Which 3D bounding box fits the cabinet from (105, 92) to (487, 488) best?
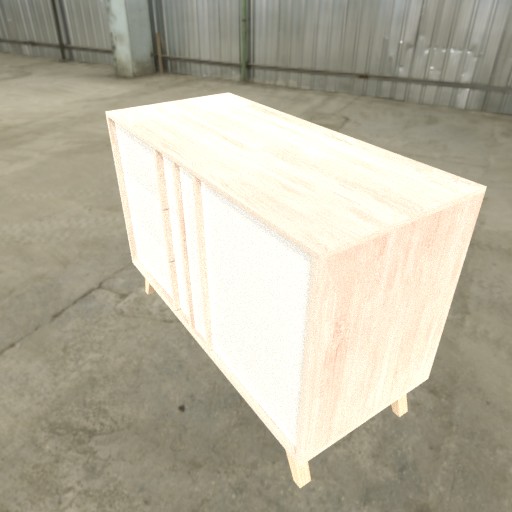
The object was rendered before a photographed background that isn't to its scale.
[{"bbox_3d":[0.000,0.000,1.476,0.500,0.780,1.110,-20,38,-28],"label":"cabinet"}]
